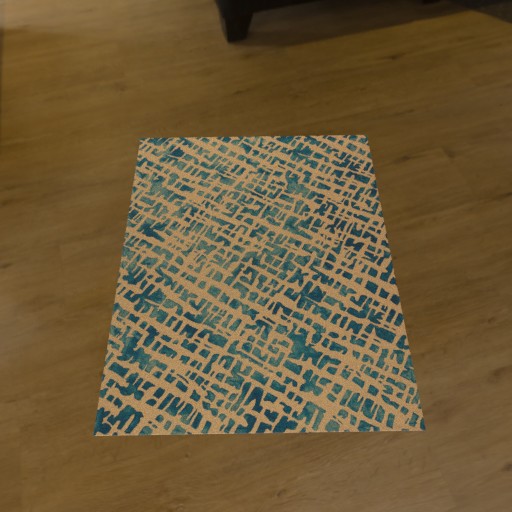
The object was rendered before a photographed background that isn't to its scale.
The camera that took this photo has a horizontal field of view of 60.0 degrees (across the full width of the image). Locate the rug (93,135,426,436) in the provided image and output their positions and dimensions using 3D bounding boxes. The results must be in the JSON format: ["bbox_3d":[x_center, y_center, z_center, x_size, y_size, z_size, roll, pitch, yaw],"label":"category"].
[{"bbox_3d":[0.000,0.000,3.997,2.435,0.007,3.007,-1,59,0],"label":"rug"}]
